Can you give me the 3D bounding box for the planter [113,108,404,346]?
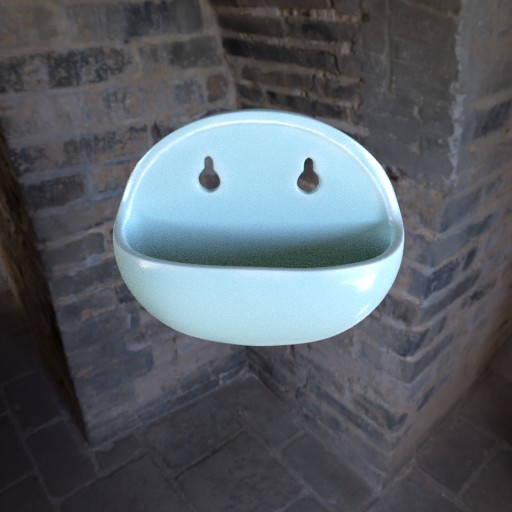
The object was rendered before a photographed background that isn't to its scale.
[{"bbox_3d":[0.000,0.000,0.276,0.189,0.164,0.073,1,30,2],"label":"planter"}]
